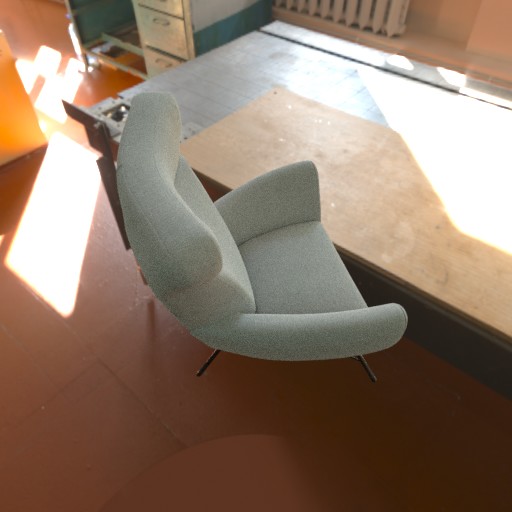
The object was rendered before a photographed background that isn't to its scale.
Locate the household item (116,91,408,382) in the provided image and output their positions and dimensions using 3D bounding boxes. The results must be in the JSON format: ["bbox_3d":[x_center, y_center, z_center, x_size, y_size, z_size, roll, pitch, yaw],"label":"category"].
[{"bbox_3d":[0.000,0.000,1.759,0.900,1.050,0.980,-11,47,-10],"label":"household item"}]
